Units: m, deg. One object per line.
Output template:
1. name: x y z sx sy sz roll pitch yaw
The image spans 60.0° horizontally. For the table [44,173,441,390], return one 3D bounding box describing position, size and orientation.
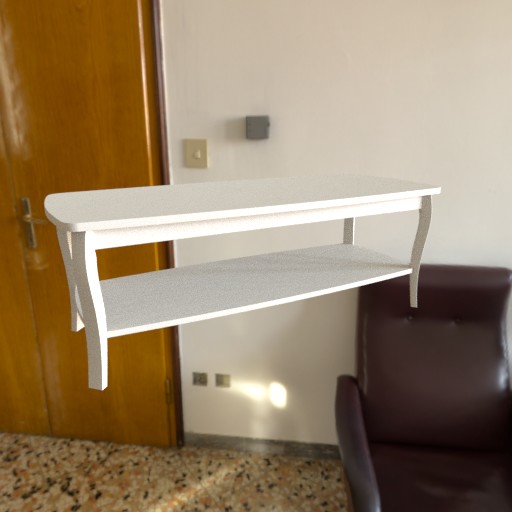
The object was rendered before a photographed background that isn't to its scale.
1. table: 0.000 0.000 1.603 1.334 0.474 0.561 -9 19 -27
